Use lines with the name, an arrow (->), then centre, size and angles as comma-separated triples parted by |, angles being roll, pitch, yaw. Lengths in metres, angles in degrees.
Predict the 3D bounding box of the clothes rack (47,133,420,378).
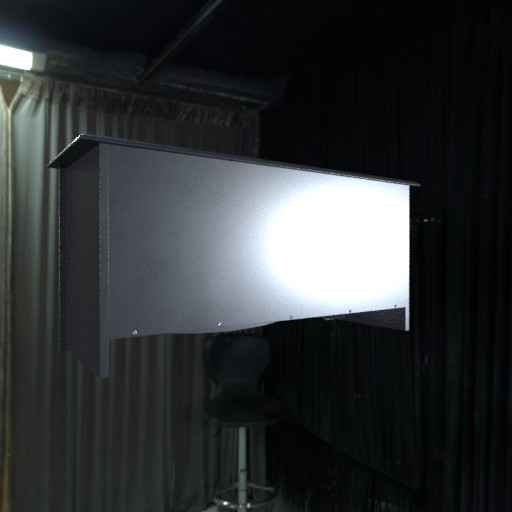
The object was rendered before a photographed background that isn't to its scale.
clothes rack -> 0.000, 0.000, 1.488 | 1.219, 0.556, 0.406 | 0, 0, -35
